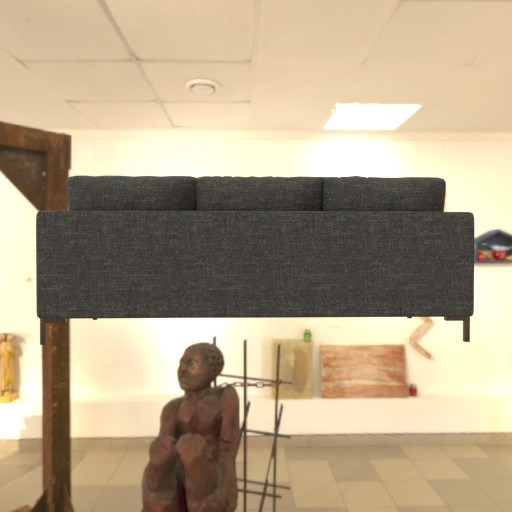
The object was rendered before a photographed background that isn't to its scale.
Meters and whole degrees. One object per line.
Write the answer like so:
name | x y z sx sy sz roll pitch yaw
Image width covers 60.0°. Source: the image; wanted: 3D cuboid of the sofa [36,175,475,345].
sofa | 0.000 0.000 2.646 2.218 0.874 0.859 0 1 -2
